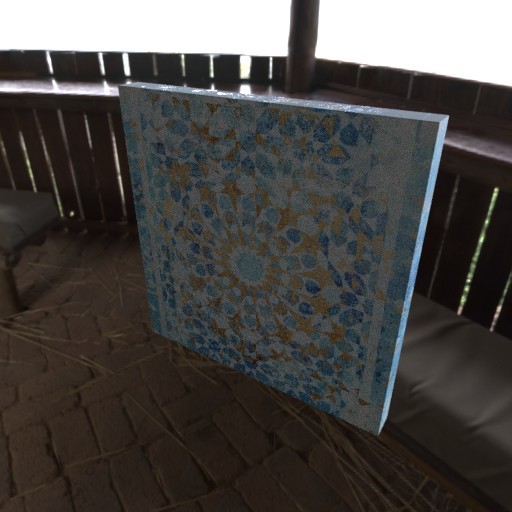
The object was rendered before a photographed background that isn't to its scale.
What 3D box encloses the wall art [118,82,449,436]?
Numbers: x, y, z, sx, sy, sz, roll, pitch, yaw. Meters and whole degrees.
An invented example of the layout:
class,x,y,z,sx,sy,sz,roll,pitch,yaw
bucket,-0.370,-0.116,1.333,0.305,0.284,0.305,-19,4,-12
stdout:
class,x,y,z,sx,sy,sz,roll,pitch,yaw
wall art,0.000,0.000,0.594,0.405,0.405,0.037,17,33,28
